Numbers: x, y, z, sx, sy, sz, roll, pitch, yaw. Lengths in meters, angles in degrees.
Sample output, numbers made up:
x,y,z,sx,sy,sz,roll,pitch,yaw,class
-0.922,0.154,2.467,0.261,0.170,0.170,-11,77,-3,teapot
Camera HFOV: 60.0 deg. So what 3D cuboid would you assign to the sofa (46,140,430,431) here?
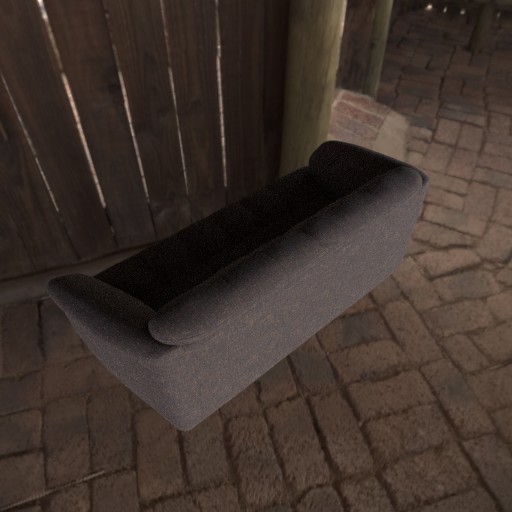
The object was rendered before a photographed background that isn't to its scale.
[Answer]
x,y,z,sx,sy,sz,roll,pitch,yaw,class
0.000,0.000,2.281,1.849,0.790,0.887,-31,53,-27,sofa
